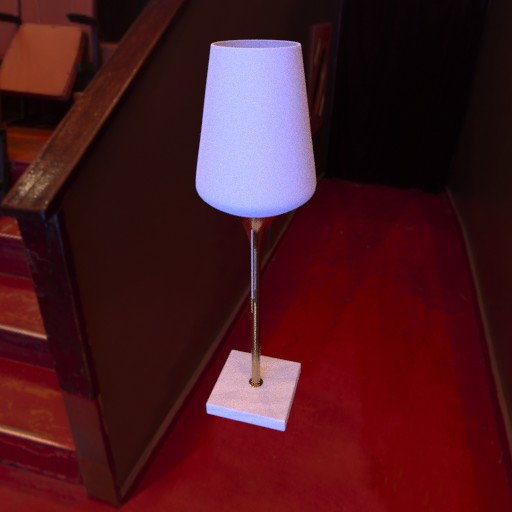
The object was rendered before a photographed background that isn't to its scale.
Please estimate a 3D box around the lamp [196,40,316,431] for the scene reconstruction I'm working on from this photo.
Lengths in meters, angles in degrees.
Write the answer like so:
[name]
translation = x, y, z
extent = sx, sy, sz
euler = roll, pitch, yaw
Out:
[lamp]
translation = 0.000, 0.000, 0.737
extent = 0.181, 0.639, 0.181
euler = 8, 31, 14
